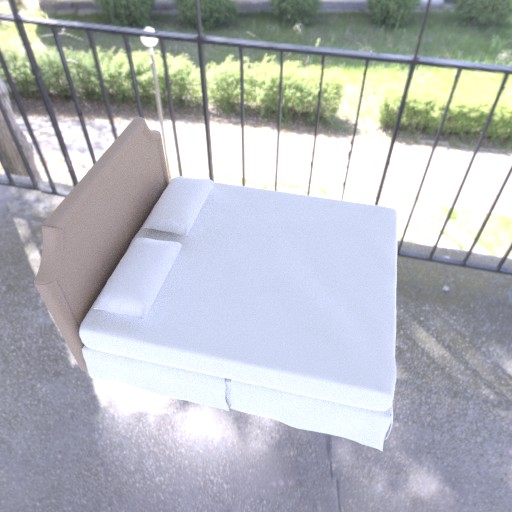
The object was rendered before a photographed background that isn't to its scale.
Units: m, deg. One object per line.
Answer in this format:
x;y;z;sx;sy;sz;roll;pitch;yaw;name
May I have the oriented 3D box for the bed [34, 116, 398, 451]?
0.000;0.000;4.041;2.773;1.590;2.350;10;46;9;bed
